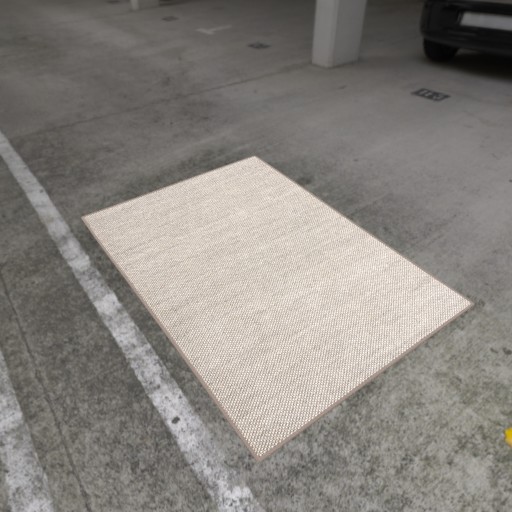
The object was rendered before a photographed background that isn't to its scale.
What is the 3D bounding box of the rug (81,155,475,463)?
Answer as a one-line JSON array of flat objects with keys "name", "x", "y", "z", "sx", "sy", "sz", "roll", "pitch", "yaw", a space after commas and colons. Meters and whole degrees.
[{"name": "rug", "x": 0.000, "y": 0.000, "z": 2.799, "sx": 1.517, "sy": 0.013, "sz": 2.115, "roll": -26, "pitch": 47, "yaw": -26}]
